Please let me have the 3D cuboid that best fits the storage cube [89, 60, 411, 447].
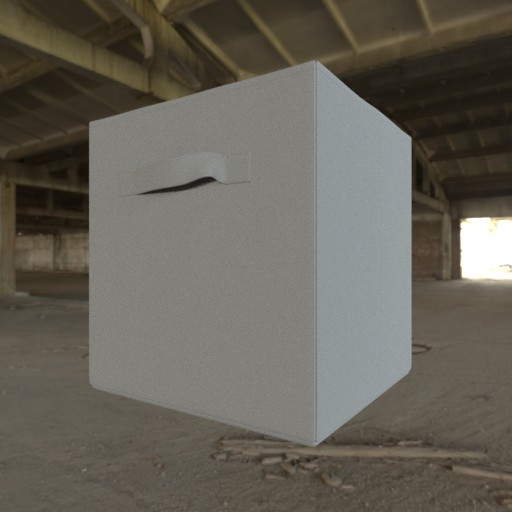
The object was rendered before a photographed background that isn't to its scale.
[{"bbox_3d":[0.000,0.000,0.487,0.270,0.280,0.270,0,0,34],"label":"storage cube"}]
